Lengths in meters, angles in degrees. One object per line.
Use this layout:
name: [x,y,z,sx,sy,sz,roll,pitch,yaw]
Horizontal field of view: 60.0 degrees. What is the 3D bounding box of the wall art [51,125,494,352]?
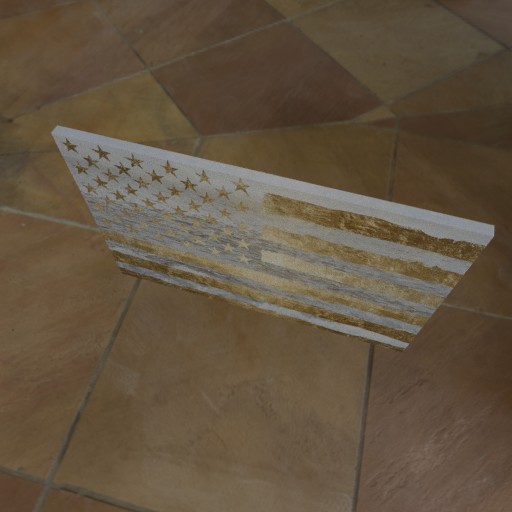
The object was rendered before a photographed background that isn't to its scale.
wall art: [0.000,0.000,1.160,0.932,0.610,0.027,15,59,9]
